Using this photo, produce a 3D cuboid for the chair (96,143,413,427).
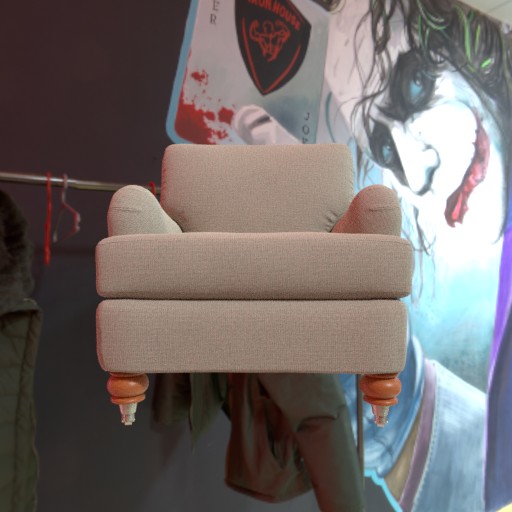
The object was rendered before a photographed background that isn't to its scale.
[{"bbox_3d":[0.000,0.000,1.744,0.955,1.038,1.070,0,-2,1],"label":"chair"}]
